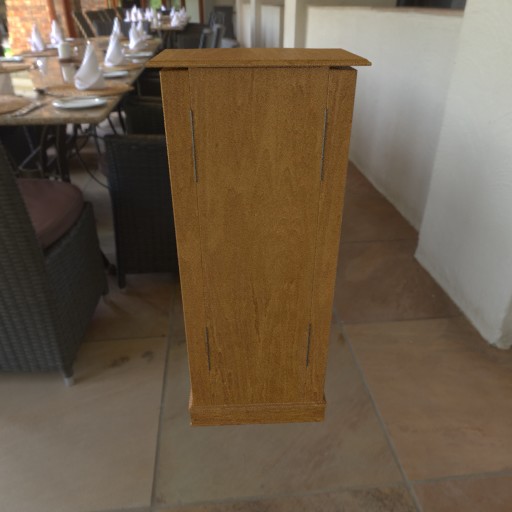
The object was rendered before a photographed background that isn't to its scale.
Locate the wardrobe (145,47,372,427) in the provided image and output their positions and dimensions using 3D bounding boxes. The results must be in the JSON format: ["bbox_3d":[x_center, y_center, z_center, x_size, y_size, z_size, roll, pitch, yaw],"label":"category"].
[{"bbox_3d":[0.000,0.000,1.146,0.406,0.959,0.273,-1,30,-2],"label":"wardrobe"}]
